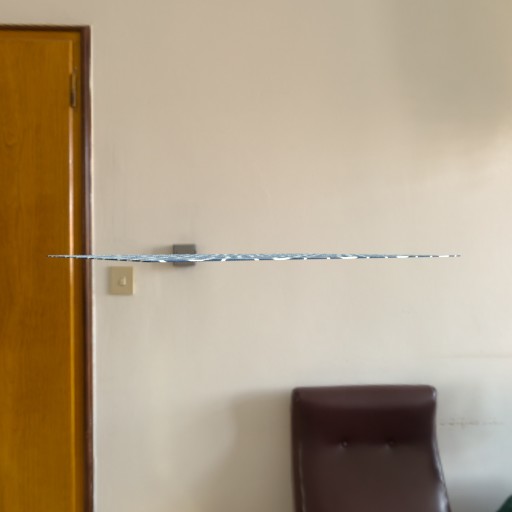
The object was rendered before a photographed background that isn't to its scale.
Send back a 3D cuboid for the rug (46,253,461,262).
[{"bbox_3d":[0.000,0.000,4.416,3.353,0.010,2.438,-1,1,-37],"label":"rug"}]
